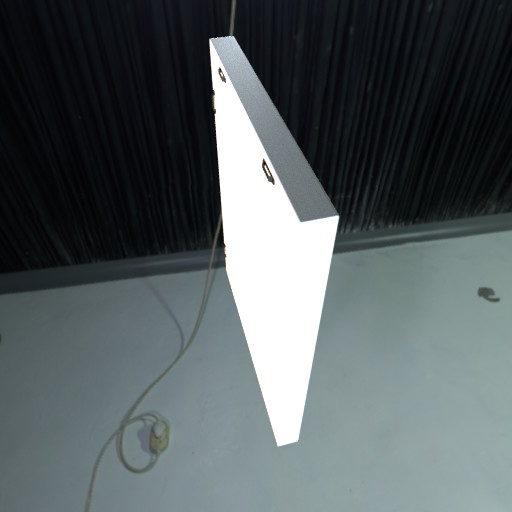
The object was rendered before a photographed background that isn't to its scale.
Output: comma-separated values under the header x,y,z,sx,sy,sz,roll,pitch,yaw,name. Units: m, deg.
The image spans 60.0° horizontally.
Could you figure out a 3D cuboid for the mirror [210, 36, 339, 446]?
x,y,z,sx,sy,sz,roll,pitch,yaw,name
0.000,0.000,0.695,0.041,0.509,0.406,-11,48,-10,mirror
